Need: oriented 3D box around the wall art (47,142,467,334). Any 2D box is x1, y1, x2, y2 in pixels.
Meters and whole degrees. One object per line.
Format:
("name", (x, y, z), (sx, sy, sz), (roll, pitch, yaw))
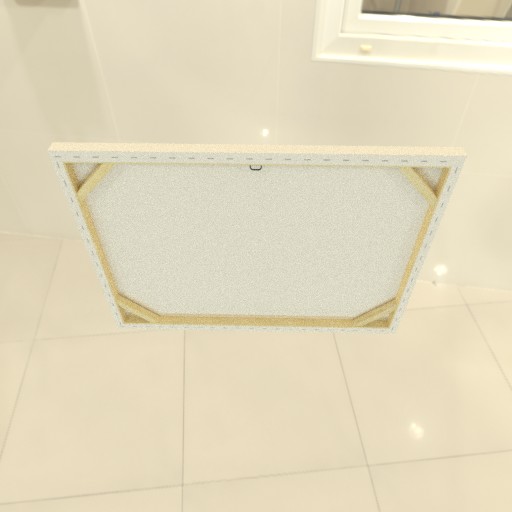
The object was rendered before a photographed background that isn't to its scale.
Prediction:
("wall art", (0.000, 0.000, 1.361), (1.016, 0.762, 0.038), (1, 46, 1))
